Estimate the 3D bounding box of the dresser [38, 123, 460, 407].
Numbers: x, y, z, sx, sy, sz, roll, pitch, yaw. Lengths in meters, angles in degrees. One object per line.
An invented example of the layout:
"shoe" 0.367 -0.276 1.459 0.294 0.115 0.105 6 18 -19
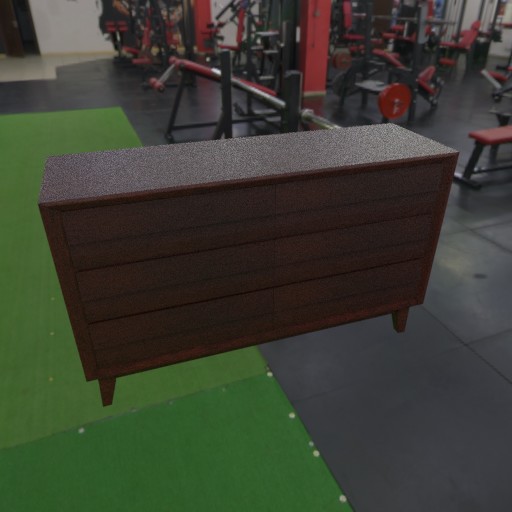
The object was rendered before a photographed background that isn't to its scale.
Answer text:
"dresser" 0.000 0.000 2.056 1.609 0.971 0.499 -10 32 -16
